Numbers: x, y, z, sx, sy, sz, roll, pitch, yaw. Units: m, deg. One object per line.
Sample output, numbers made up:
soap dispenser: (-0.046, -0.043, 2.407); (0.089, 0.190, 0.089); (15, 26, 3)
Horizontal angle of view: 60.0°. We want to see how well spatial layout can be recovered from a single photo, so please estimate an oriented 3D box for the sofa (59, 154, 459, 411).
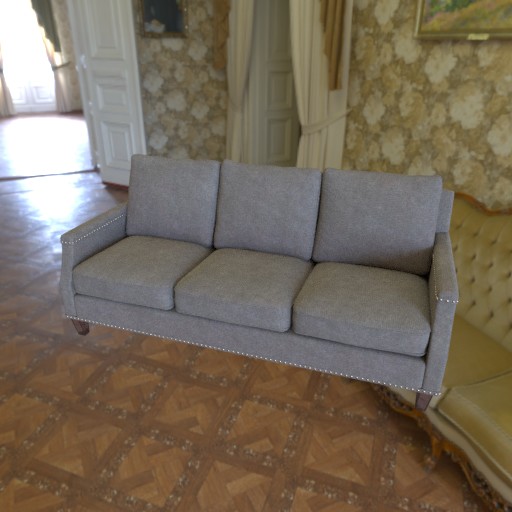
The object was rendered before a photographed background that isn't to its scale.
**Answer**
sofa: (0.000, 0.000, 2.738); (2.226, 1.042, 1.034); (8, 26, 17)
